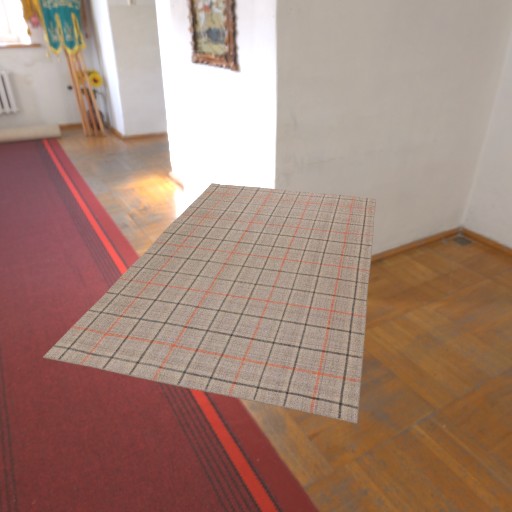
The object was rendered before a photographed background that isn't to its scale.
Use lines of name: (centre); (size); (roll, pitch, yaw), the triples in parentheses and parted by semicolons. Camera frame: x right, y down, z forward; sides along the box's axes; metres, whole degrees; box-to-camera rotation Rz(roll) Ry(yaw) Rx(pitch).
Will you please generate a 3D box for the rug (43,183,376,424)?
rug: (0.000, 0.000, 3.031); (1.524, 0.015, 2.439); (8, 31, 13)
